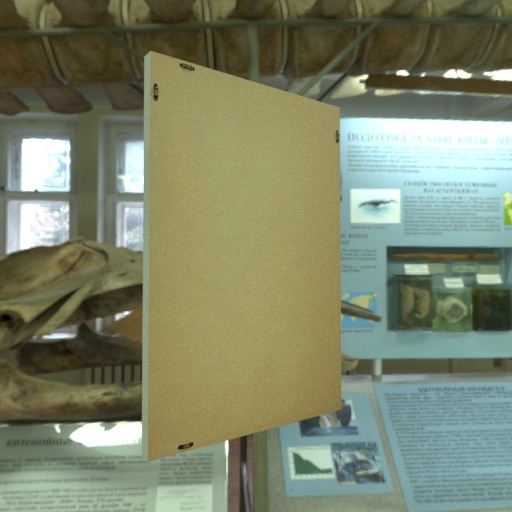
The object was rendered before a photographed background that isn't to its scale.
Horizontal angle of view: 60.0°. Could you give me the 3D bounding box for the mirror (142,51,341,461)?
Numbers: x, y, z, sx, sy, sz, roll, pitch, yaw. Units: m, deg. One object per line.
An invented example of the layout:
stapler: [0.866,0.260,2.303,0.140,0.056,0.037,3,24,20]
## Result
mirror: [0.000,0.000,1.177,0.609,0.915,0.041,1,-2,-36]
